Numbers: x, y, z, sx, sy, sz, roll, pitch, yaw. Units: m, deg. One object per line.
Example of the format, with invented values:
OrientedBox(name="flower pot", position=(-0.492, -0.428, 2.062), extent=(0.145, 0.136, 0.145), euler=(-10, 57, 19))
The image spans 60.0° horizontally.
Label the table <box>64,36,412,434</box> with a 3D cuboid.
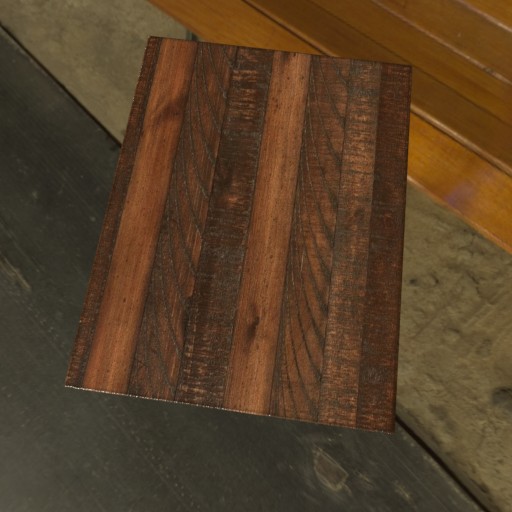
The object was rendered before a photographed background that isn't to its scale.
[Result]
OrientedBox(name="table", position=(0.000, 0.000, 1.078), extent=(0.524, 0.612, 0.678), euler=(7, 75, 2))
